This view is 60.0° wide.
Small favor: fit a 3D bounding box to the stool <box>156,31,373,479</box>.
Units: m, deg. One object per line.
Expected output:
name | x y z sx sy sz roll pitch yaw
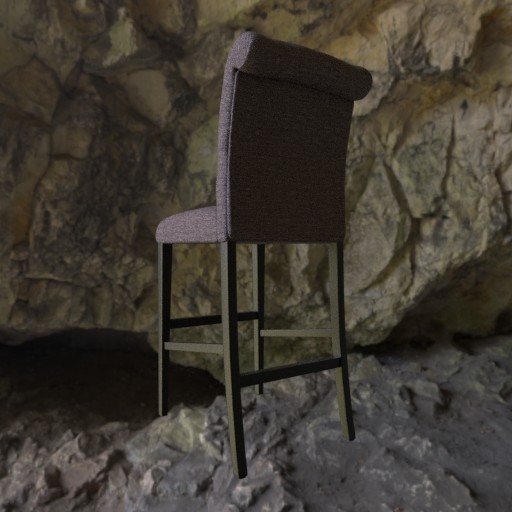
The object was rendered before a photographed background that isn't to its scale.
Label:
stool | 0.000 0.000 1.432 0.452 1.131 0.613 -1 1 -34
